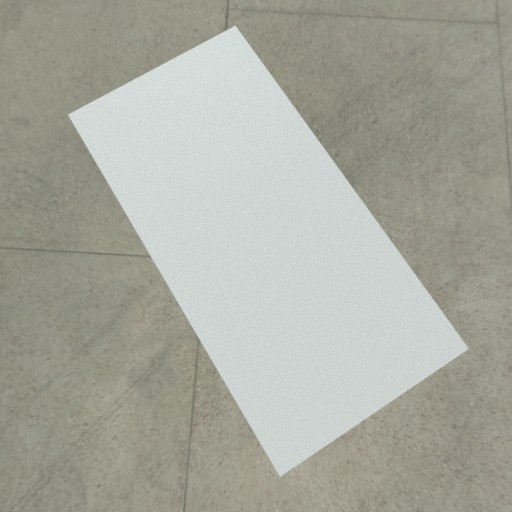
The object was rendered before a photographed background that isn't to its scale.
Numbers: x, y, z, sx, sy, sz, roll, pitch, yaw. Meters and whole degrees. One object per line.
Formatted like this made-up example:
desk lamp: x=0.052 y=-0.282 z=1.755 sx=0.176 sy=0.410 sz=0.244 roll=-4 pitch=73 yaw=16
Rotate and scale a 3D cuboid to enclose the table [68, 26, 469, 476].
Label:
table: x=0.000 y=0.000 z=1.371 sx=0.498 sy=0.660 sz=0.991 roll=-31 pitch=79 yaw=-7
